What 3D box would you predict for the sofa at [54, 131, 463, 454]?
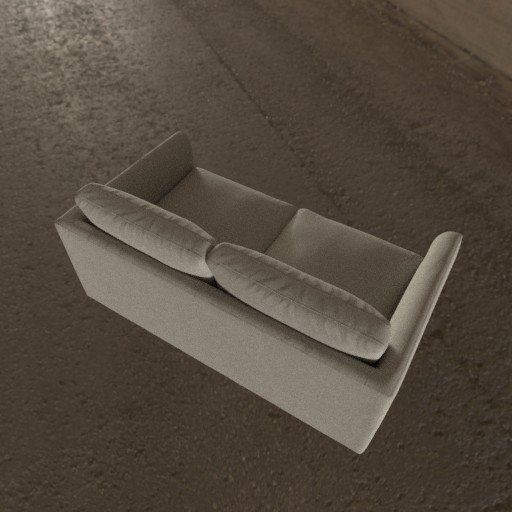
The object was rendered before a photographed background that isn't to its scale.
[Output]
[{"bbox_3d":[0.000,0.000,2.507,1.905,0.839,1.091,24,52,21],"label":"sofa"}]
